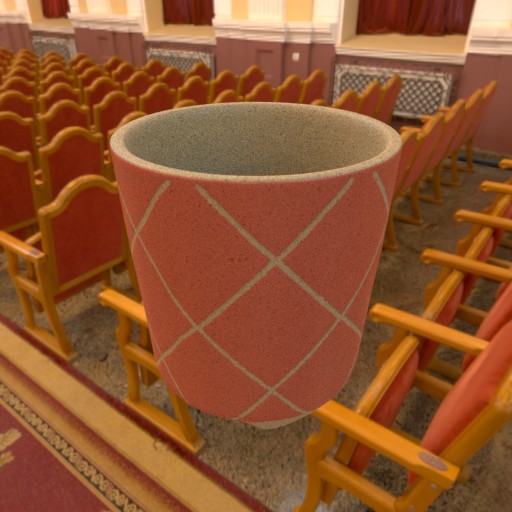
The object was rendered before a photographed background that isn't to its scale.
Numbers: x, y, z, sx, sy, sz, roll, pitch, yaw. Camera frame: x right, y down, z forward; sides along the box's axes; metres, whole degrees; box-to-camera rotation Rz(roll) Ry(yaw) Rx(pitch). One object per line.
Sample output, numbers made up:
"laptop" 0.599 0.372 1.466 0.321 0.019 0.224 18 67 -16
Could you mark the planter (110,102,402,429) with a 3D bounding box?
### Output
"planter" 0.000 0.000 0.415 0.227 0.235 0.227 0 30 0
